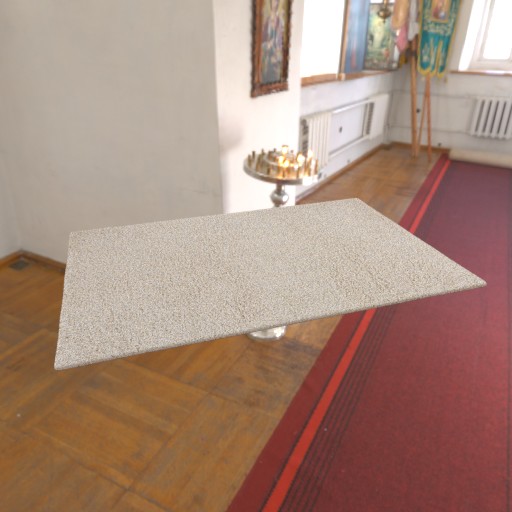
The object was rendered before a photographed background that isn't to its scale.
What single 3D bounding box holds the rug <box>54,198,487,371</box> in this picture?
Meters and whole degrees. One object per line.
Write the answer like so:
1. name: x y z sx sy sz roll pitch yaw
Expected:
1. rug: 0.000 0.000 3.387 2.743 0.030 1.778 -8 29 -16
